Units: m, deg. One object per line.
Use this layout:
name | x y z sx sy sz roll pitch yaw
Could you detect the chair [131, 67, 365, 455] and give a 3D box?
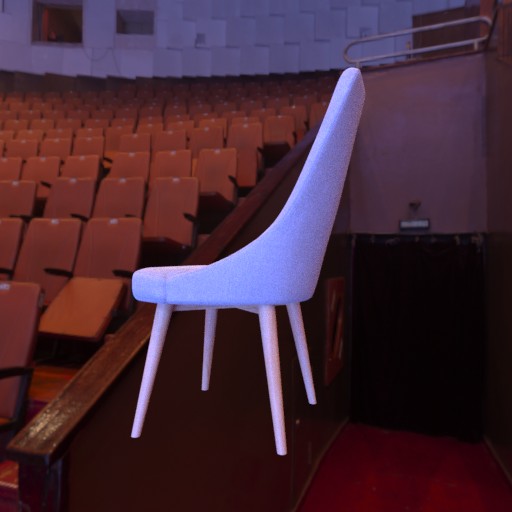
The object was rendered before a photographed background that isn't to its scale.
chair | 0.000 0.000 1.398 0.660 1.040 0.510 0 0 18
